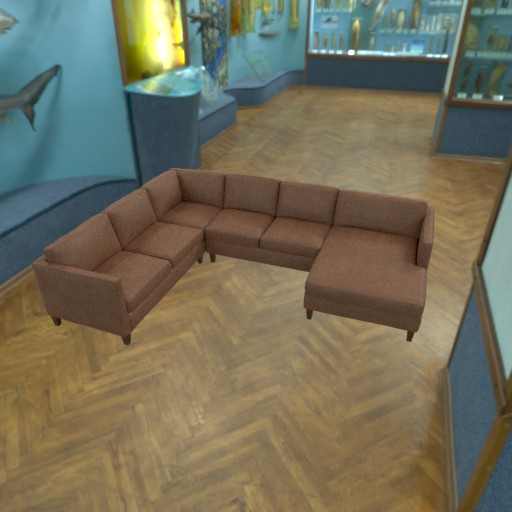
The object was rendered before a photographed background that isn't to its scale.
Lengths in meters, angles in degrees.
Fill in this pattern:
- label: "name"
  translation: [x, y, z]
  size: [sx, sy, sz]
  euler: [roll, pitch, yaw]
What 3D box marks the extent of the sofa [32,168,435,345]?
- label: "sofa"
  translation: [0.000, 0.000, 4.678]
  size: [3.460, 0.923, 2.593]
  euler: [11, 32, 17]
